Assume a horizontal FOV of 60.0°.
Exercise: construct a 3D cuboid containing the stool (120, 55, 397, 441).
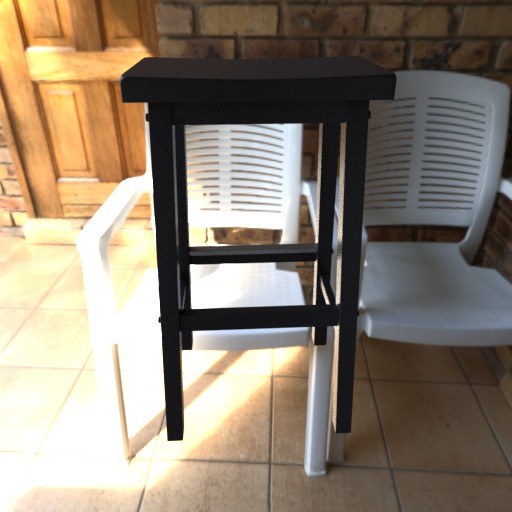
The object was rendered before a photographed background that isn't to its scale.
[{"bbox_3d":[0.000,0.000,0.927,0.406,0.742,0.322,-2,31,-3],"label":"stool"}]
